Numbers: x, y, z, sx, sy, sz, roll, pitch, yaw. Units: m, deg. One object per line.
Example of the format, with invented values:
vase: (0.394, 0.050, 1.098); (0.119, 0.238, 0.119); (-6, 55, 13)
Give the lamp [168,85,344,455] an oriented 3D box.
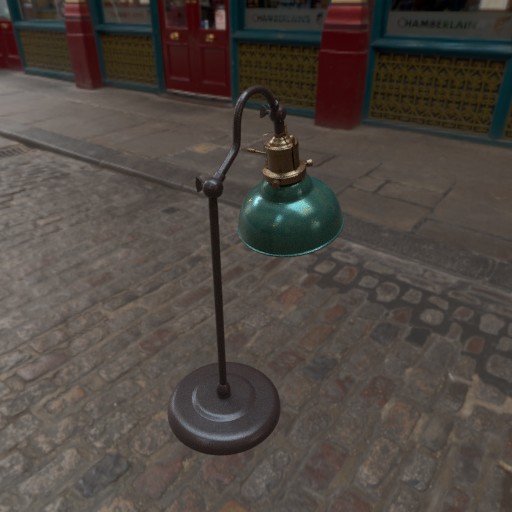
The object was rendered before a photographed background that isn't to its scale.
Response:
lamp: (0.000, 0.000, 0.701); (0.192, 0.508, 0.374); (20, 34, 31)
